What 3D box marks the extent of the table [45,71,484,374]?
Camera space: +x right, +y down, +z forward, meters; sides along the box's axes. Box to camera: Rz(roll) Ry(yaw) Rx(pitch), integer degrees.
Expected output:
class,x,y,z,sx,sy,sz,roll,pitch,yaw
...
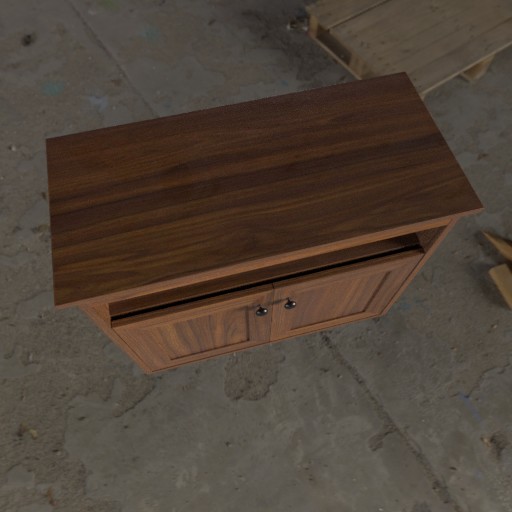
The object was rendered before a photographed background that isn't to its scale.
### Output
class,x,y,z,sx,sy,sz,roll,pitch,yaw
table,0.000,0.000,1.203,0.802,0.725,0.390,-13,64,-6
